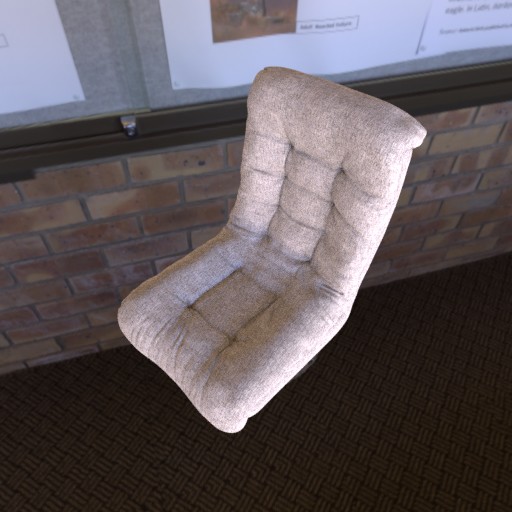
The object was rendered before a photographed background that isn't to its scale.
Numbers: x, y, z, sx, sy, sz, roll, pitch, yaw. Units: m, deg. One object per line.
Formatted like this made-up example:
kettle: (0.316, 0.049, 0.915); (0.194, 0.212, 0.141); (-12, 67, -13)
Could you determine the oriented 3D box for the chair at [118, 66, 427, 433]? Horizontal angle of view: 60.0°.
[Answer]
chair: (0.000, 0.000, 0.981); (0.400, 0.600, 0.583); (34, 56, 26)
